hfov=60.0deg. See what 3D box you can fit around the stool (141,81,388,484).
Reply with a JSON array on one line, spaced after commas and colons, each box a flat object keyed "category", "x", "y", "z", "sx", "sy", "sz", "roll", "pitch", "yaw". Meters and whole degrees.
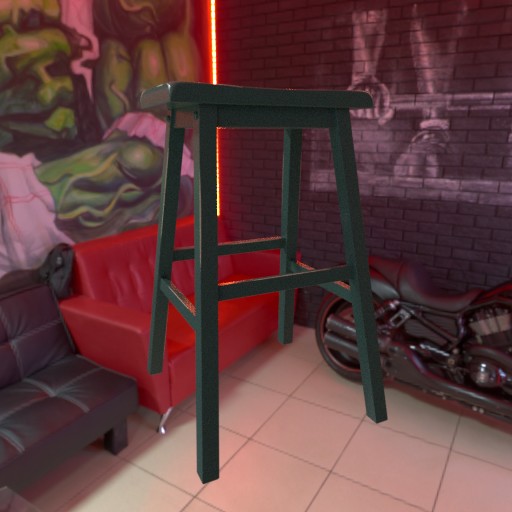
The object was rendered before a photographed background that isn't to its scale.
[{"category": "stool", "x": 0.000, "y": 0.000, "z": 1.053, "sx": 0.457, "sy": 0.737, "sz": 0.476, "roll": -7, "pitch": 17, "yaw": -25}]
